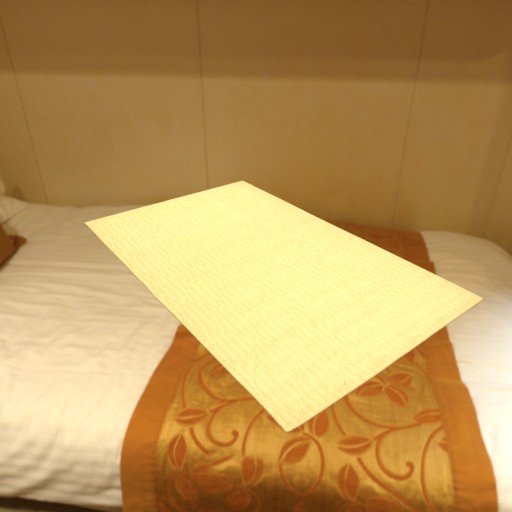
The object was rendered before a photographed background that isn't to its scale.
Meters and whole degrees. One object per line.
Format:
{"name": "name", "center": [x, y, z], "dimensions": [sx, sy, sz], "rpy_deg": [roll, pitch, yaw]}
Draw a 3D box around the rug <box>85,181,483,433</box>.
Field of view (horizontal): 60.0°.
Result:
{"name": "rug", "center": [0.000, 0.000, 3.031], "dimensions": [1.531, 0.014, 2.441], "rpy_deg": [-21, 36, -32]}
